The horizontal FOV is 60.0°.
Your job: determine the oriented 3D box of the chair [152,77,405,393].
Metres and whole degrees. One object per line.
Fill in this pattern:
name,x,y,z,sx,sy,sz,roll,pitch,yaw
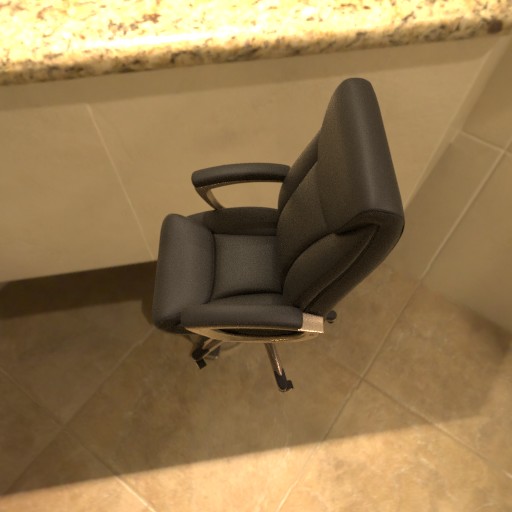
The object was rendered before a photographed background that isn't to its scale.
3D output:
chair,0.000,0.000,1.606,0.748,1.188,0.694,-1,59,-1
